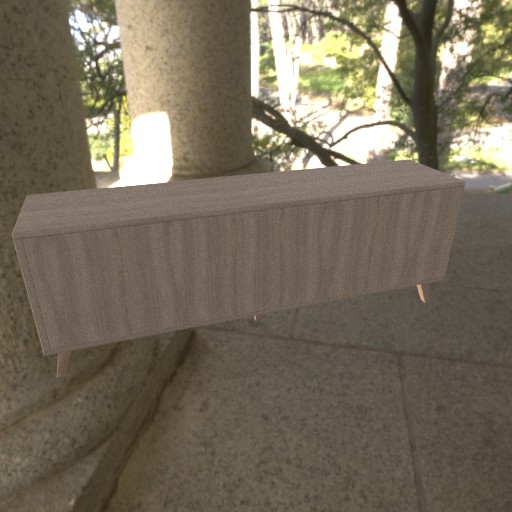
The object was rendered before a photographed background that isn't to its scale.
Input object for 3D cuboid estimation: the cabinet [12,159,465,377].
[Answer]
[{"bbox_3d":[0.000,0.000,2.442,2.198,0.779,0.499,-8,28,-16],"label":"cabinet"}]
